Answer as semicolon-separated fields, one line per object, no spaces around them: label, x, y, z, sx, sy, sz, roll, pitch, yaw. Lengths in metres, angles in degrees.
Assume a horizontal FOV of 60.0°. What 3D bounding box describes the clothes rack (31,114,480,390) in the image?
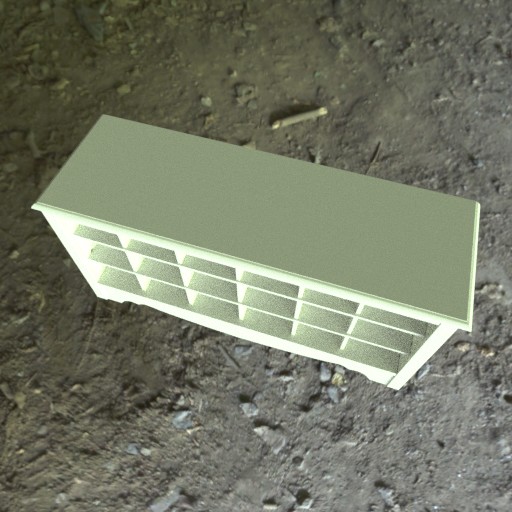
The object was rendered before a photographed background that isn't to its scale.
clothes rack;0.000;0.000;1.488;1.218;0.558;0.405;15;59;10
